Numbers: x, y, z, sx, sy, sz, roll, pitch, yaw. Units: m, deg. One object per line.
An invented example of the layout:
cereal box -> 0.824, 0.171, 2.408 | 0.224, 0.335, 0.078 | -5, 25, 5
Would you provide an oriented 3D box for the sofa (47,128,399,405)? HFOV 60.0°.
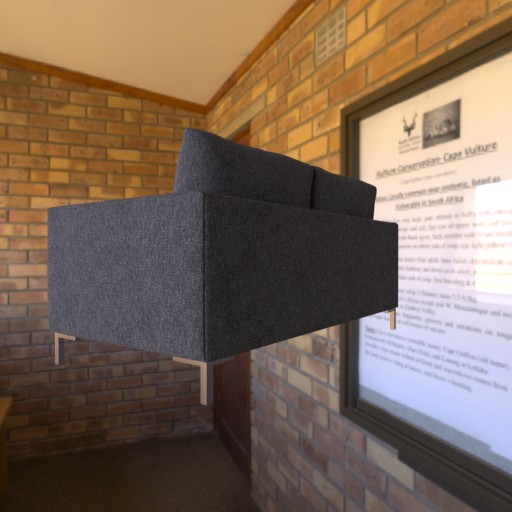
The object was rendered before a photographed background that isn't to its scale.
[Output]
sofa -> 0.000, 0.000, 2.191 | 0.866, 0.862, 1.716 | 0, 0, 36
